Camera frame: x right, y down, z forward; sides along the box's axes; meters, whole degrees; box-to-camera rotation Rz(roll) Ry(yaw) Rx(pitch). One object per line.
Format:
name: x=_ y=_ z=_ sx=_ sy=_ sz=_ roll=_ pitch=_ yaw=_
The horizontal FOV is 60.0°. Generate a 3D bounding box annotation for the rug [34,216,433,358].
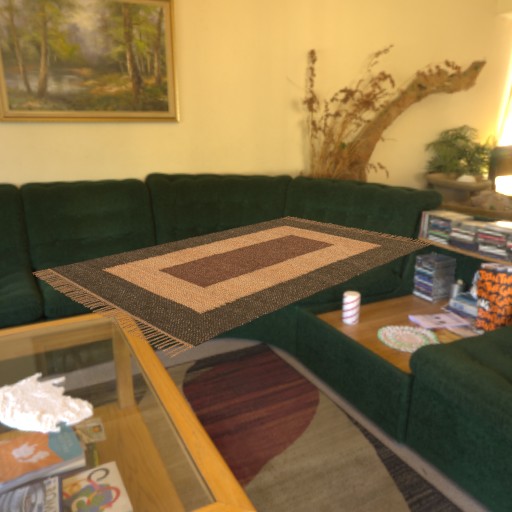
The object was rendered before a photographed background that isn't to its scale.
rug: x=0.000 y=0.000 z=1.911 sx=0.920 sy=0.013 sz=1.541 roll=16 pitch=23 yaw=42
